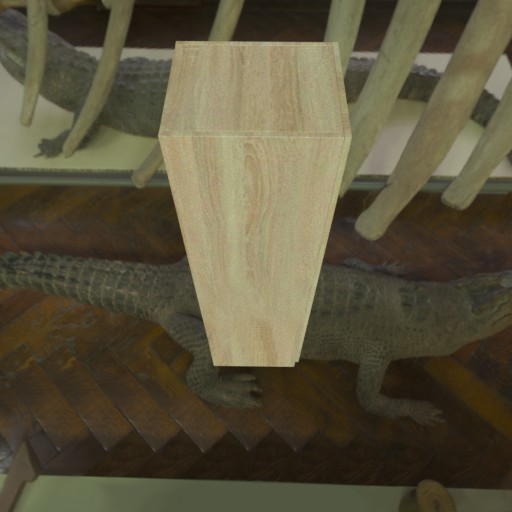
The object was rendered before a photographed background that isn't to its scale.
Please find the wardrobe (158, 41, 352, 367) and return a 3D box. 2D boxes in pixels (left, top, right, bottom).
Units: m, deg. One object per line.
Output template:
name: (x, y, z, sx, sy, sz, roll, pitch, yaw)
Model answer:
wardrobe: (0.000, 0.000, 2.366, 0.588, 2.117, 0.496, 1, 57, 0)
